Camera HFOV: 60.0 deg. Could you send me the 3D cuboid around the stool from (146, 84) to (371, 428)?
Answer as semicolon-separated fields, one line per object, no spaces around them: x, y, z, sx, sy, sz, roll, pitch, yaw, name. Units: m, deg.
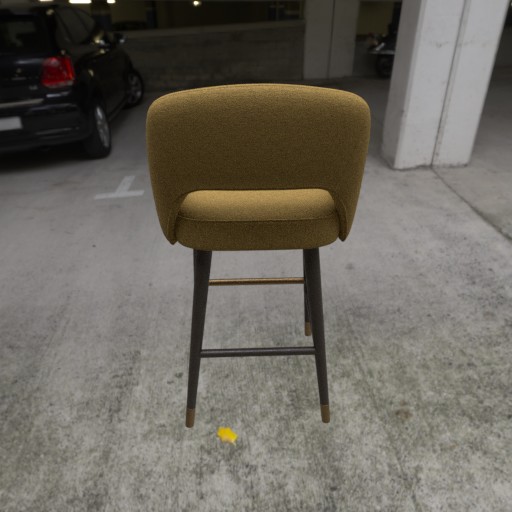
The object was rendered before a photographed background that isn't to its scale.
0.000;0.000;1.304;0.536;1.032;0.522;-1;30;-2;stool
